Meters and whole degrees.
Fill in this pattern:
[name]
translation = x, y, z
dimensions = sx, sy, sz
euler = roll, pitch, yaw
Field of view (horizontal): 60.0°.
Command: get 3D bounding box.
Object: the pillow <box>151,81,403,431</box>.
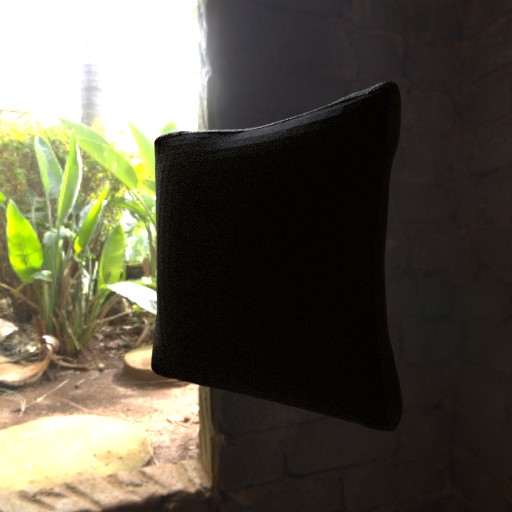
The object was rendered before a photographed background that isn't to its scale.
[pillow]
translation = 0.000, 0.000, 0.806
dimensions = 0.533, 0.523, 0.210
euler = 1, 1, 35
